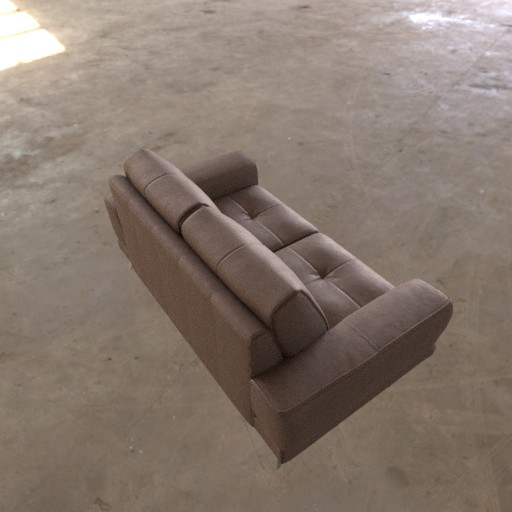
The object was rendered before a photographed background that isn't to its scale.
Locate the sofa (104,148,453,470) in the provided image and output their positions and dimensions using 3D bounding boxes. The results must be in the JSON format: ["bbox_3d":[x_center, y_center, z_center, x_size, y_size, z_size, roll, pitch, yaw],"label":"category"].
[{"bbox_3d":[0.000,0.000,2.388,1.018,0.907,1.806,-25,47,-26],"label":"sofa"}]
